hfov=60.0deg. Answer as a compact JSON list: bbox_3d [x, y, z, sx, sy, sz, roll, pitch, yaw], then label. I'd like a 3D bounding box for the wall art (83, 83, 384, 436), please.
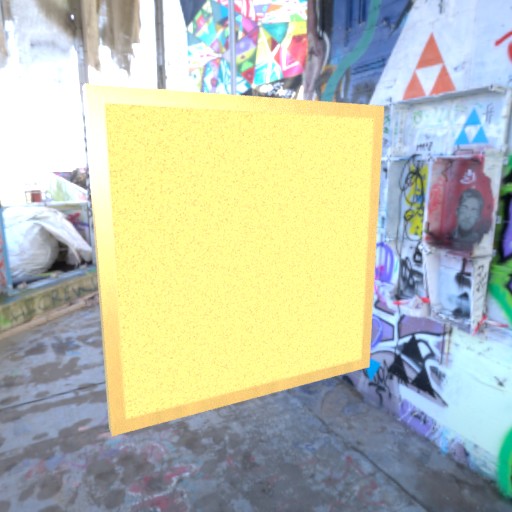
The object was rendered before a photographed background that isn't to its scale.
[{"bbox_3d":[0.000,0.000,2.852,1.935,1.936,0.097,-6,13,-27],"label":"wall art"}]
